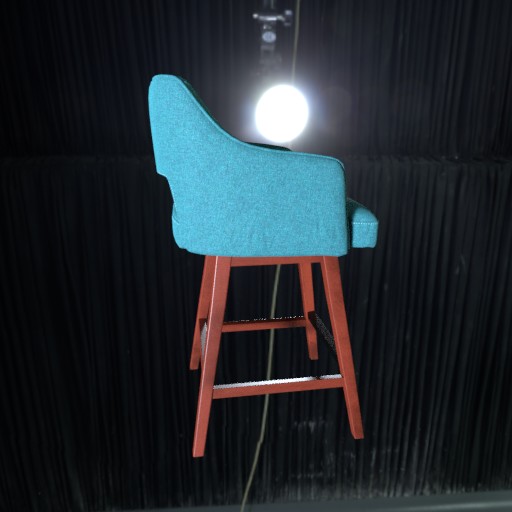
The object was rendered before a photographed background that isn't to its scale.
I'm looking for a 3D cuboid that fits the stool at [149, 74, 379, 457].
[{"bbox_3d":[0.000,0.000,1.298,0.556,0.961,0.548,-3,17,-9],"label":"stool"}]
